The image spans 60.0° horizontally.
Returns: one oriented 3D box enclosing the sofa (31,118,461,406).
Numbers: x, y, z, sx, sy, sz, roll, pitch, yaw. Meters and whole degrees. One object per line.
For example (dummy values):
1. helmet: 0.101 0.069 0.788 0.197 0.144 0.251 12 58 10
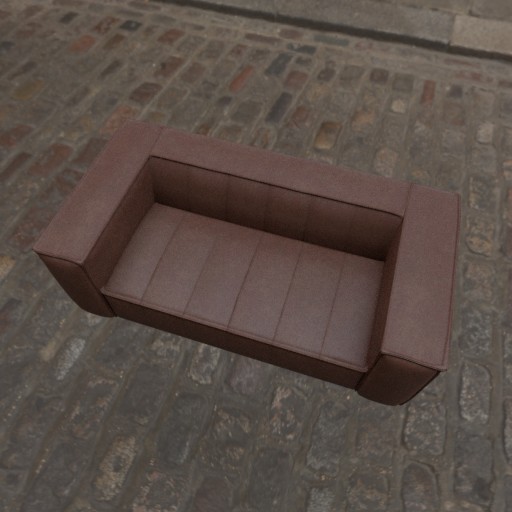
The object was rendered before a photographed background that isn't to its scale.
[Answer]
1. sofa: 0.000 0.000 2.603 2.088 0.703 1.102 15 59 9
